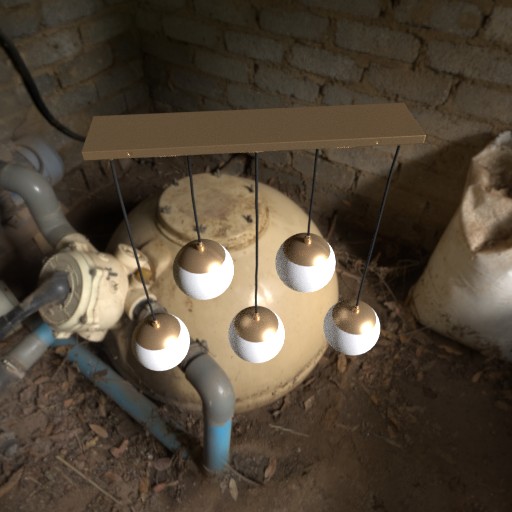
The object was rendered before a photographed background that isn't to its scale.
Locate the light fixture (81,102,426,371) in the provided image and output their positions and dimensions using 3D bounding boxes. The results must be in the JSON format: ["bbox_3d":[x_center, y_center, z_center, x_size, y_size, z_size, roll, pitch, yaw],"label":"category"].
[{"bbox_3d":[0.000,0.000,1.341,0.863,0.869,0.299,-4,46,-4],"label":"light fixture"}]
